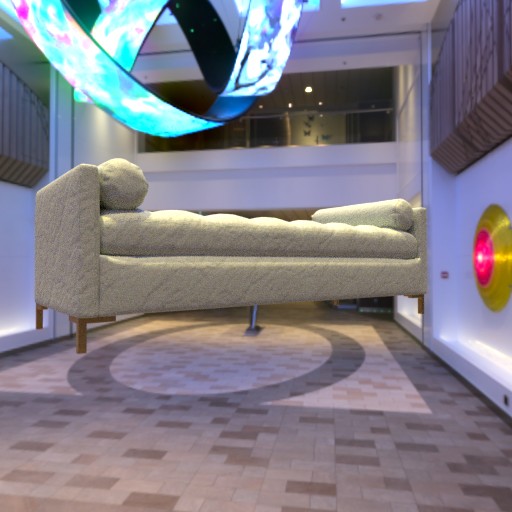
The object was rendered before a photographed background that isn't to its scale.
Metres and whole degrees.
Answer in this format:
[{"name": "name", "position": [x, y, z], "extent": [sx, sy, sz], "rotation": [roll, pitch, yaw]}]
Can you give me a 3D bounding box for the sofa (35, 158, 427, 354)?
[{"name": "sofa", "position": [0.000, 0.000, 2.433], "extent": [2.102, 0.705, 0.796], "rotation": [1, -1, -37]}]
